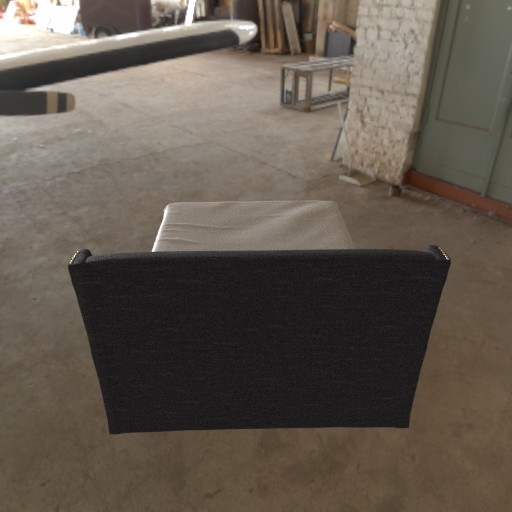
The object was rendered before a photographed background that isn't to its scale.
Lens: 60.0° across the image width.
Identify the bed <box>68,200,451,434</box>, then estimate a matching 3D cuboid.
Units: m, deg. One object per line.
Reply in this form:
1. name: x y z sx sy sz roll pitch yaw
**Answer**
1. bed: 0.000 0.000 3.468 1.925 1.332 2.276 -1 31 -1
